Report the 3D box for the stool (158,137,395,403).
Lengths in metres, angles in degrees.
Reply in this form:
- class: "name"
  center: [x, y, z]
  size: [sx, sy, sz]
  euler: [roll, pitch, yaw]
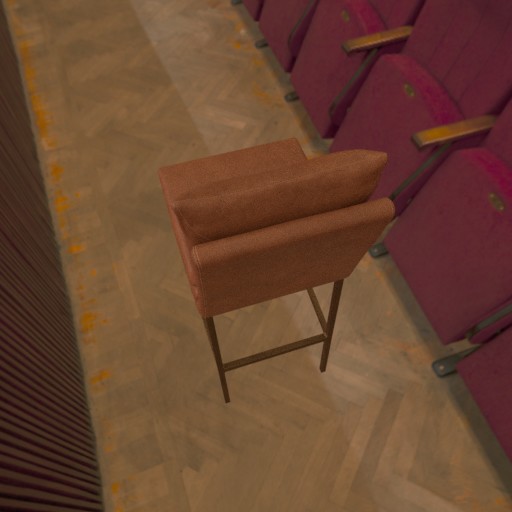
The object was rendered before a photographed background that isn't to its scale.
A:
- class: "stool"
  center: [0.000, 0.000, 1.419]
  size: [0.463, 1.124, 0.571]
  euler: [-15, 58, -9]
